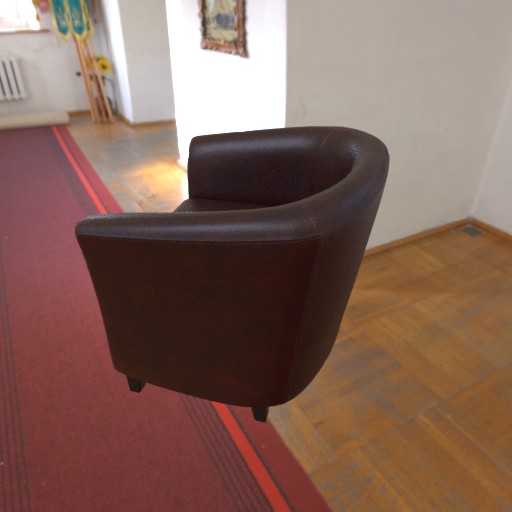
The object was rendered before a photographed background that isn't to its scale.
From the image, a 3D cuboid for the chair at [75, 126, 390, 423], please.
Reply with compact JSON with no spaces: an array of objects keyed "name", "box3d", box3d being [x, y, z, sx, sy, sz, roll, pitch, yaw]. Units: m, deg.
[{"name":"chair","box3d":[0.000,0.000,1.431,0.727,0.756,0.792,9,33,14]}]
